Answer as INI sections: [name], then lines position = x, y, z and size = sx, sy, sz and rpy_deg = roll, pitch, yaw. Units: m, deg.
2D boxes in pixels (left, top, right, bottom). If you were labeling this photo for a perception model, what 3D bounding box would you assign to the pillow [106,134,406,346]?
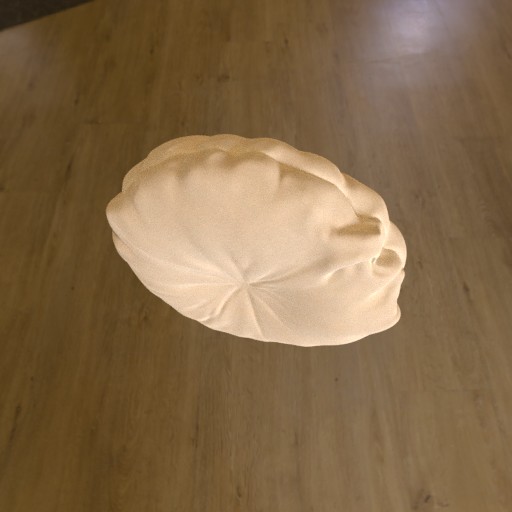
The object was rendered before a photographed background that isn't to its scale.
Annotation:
[pillow]
position = 0.000, 0.000, 0.640
size = 0.428, 0.407, 0.148
rpy_deg = 14, 59, 8
